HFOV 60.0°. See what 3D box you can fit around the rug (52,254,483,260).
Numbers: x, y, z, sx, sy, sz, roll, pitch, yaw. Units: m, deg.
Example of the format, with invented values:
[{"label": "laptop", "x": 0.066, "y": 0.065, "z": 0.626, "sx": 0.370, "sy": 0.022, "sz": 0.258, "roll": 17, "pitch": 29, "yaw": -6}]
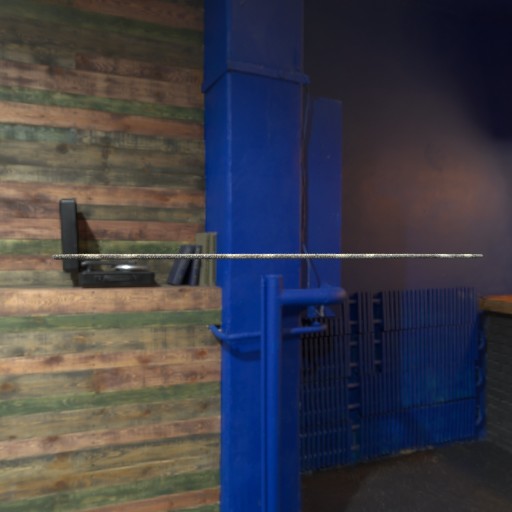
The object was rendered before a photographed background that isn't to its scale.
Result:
[{"label": "rug", "x": 0.000, "y": 0.000, "z": 3.461, "sx": 2.701, "sy": 0.026, "sz": 1.801, "roll": 0, "pitch": 0, "yaw": -18}]
